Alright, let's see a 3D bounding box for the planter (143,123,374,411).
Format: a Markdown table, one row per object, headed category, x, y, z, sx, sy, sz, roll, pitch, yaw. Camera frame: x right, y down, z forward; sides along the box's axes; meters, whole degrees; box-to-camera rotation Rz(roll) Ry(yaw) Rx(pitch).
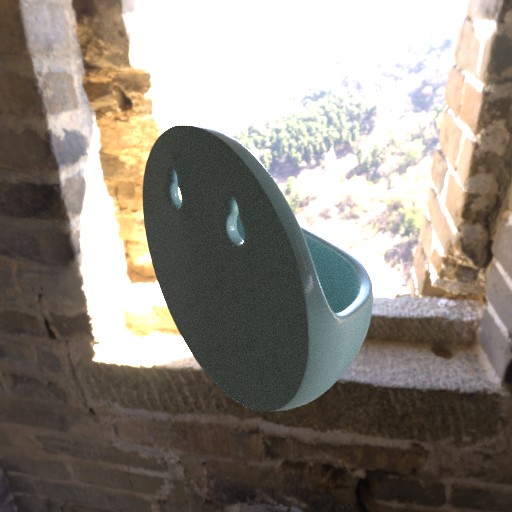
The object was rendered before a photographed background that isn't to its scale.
| category | x | y | z | sx | sy | sz | roll | pitch | yaw |
| --- | --- | --- | --- | --- | --- | --- | --- | --- | --- |
| planter | 0.000 | 0.000 | 0.274 | 0.073 | 0.164 | 0.189 | -18 | 32 | -31 |
